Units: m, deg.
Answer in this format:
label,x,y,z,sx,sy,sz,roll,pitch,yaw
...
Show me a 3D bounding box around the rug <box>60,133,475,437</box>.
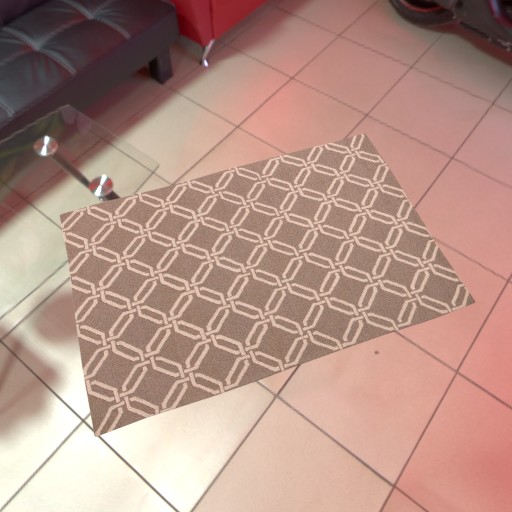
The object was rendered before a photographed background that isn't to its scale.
label,x,y,z,sx,sy,sz,roll,pitch,yaw
rug,0.000,0.000,2.148,1.748,0.010,1.142,-17,61,-10
